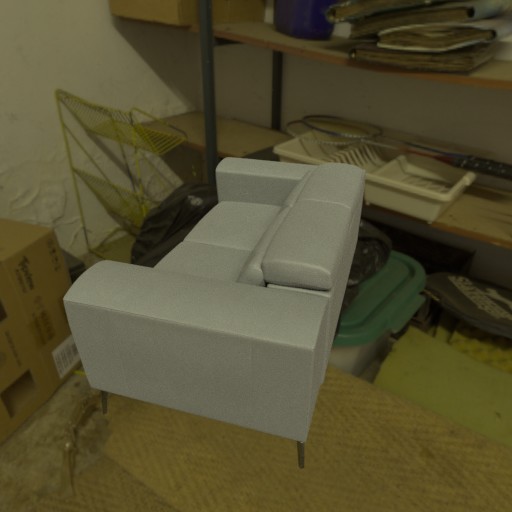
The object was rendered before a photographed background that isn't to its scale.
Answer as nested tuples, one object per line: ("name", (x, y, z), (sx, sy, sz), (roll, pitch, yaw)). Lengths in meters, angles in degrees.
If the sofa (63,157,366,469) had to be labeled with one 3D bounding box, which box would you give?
("sofa", (0.000, 0.000, 2.450), (1.003, 0.779, 1.895), (9, 31, 15))
